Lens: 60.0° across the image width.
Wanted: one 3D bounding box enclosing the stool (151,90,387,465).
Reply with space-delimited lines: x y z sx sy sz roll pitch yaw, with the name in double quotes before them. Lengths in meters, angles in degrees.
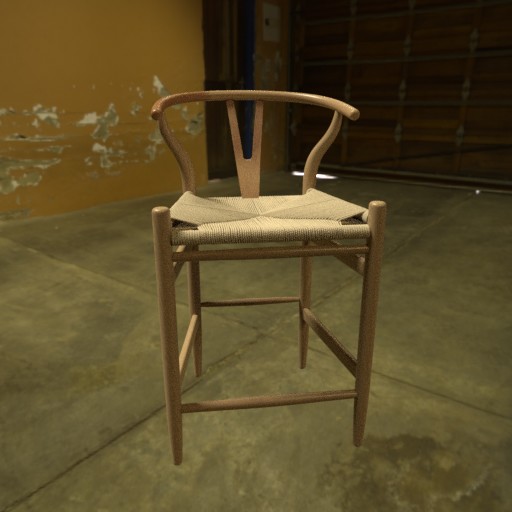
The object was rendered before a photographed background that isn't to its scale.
"stool" 0.000 0.000 1.281 0.536 0.923 0.575 -2 18 -8
